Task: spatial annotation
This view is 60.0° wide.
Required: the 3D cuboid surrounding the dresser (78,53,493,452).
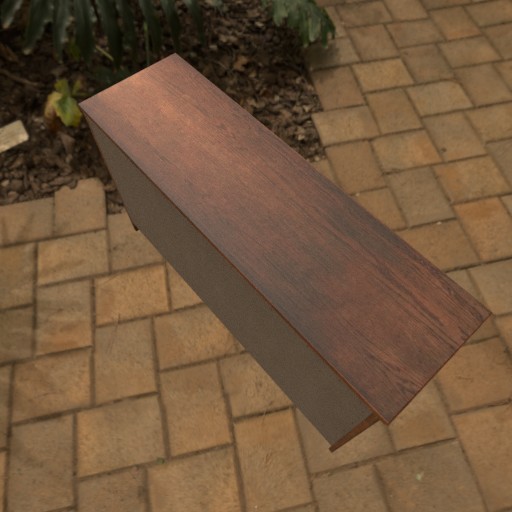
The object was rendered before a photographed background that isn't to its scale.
[{"bbox_3d":[0.000,0.000,1.857,0.463,0.856,1.551,-37,67,-19],"label":"dresser"}]
